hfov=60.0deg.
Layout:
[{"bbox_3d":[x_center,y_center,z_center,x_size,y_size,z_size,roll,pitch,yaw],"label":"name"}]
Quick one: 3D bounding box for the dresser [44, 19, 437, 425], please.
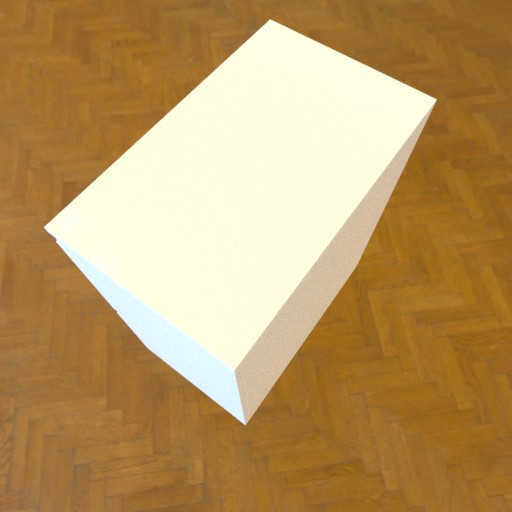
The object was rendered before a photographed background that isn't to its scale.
[{"bbox_3d":[0.000,0.000,1.160,0.400,0.800,0.650,33,68,15],"label":"dresser"}]
